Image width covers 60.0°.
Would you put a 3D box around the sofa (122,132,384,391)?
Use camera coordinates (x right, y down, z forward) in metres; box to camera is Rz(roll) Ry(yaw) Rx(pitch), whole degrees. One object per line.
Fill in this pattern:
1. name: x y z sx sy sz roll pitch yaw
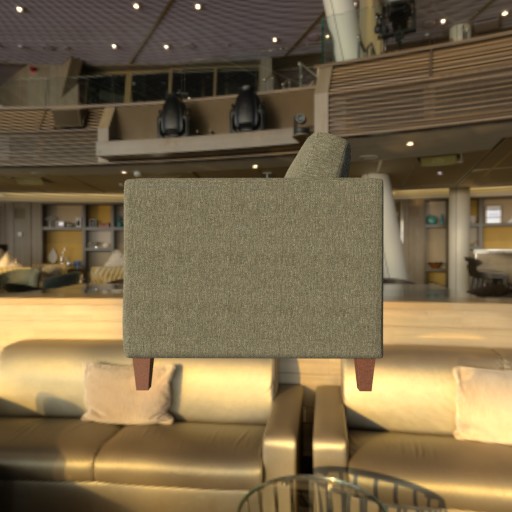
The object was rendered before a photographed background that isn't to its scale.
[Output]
1. sofa: 0.000 0.000 2.636 0.948 0.965 2.208 0 0 1
